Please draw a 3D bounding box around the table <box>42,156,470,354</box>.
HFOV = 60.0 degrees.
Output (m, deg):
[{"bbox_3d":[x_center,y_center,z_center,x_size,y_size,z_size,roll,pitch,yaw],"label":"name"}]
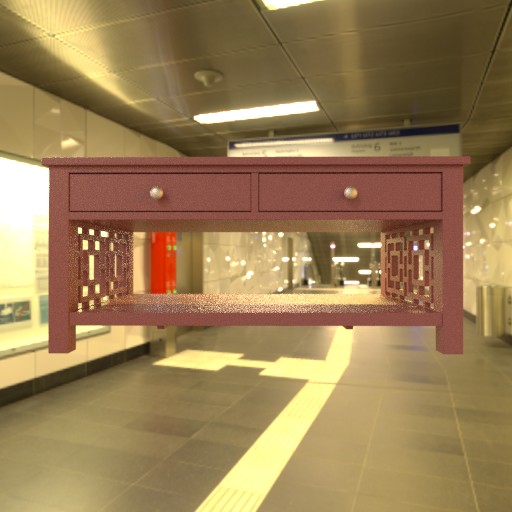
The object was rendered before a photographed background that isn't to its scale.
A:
[{"bbox_3d":[0.000,0.000,1.395,1.068,0.493,0.612,0,0,1],"label":"table"}]
